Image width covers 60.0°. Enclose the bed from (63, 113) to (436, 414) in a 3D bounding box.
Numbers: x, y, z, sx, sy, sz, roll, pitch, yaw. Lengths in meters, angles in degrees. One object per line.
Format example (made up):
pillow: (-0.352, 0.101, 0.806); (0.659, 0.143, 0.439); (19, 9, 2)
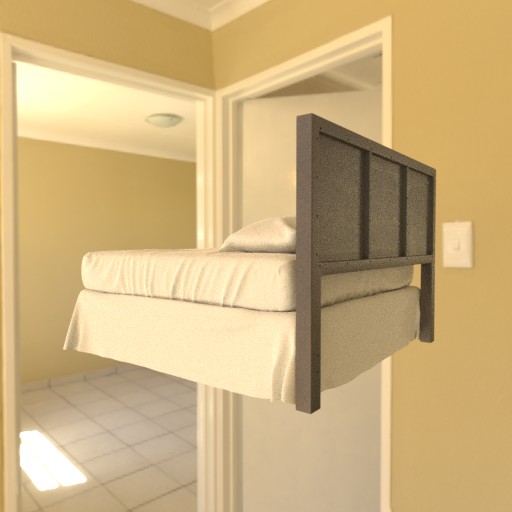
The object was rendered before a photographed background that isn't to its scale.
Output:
bed: (0.000, 0.000, 2.862); (1.785, 1.142, 1.772); (1, 2, 38)
